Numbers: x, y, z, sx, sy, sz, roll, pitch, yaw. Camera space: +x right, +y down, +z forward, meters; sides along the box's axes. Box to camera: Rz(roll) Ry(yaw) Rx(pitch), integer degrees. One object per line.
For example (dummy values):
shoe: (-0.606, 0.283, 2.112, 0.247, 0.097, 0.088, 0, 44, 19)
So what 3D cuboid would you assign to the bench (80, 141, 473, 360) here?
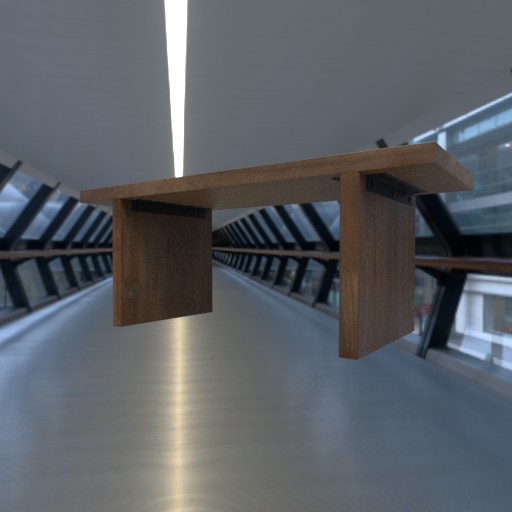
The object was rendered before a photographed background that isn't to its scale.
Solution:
bench: (0.000, 0.000, 1.407, 1.183, 0.458, 0.458, 0, 0, 35)
